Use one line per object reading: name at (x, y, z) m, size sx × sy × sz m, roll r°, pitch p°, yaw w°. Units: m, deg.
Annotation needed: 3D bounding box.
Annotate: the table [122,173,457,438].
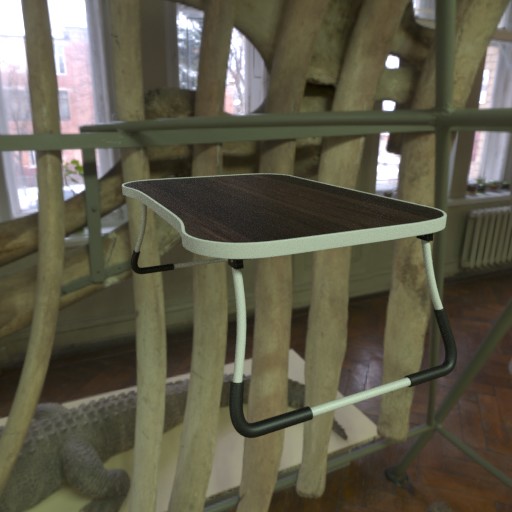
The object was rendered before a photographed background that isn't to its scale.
table at (0.000, 0.000, 0.840) m, size 0.400 × 0.232 × 0.660 m, roll -8°, pitch 19°, yaw -24°
